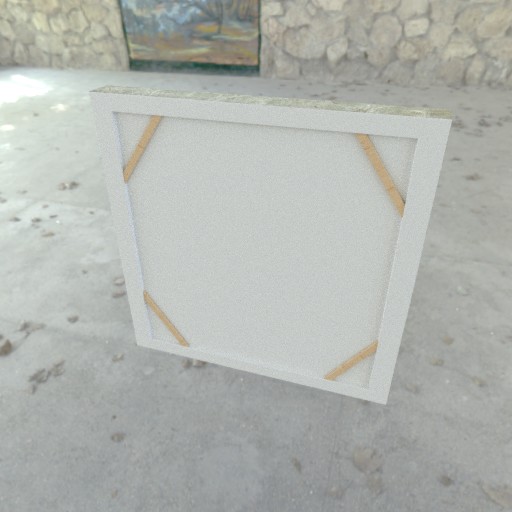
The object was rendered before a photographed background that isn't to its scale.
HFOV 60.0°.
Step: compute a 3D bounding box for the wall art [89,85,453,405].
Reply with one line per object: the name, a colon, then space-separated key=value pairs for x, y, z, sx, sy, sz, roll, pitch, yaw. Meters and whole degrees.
wall art: x=0.000 y=0.000 z=0.597 sx=0.405 sy=0.407 sz=0.038 roll=10 pitch=33 yaw=15
